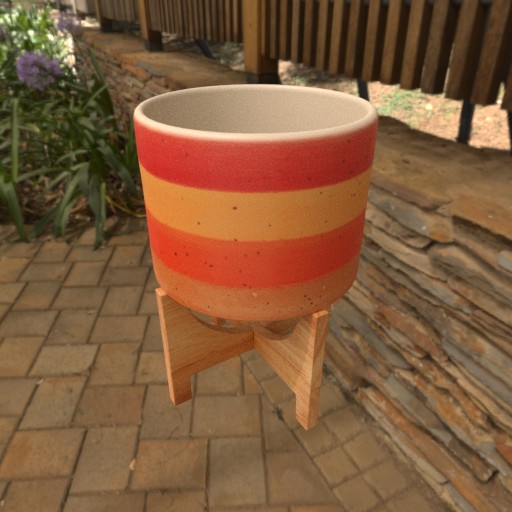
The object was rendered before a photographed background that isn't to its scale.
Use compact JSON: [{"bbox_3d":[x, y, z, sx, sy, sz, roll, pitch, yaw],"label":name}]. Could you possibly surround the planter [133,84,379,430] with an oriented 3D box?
[{"bbox_3d":[0.000,0.000,0.571,0.269,0.379,0.269,0,30,0],"label":"planter"}]
